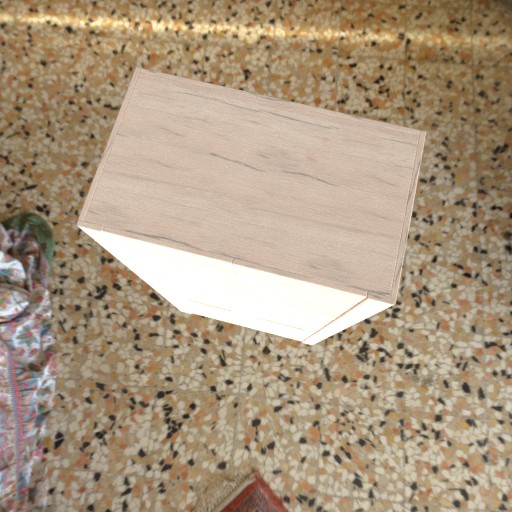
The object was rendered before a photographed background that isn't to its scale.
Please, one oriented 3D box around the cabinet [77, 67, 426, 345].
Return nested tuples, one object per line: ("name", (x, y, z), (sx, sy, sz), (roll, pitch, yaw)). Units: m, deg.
("cabinet", (0.000, 0.000, 2.315), (0.980, 1.930, 0.580), (14, 76, 4))
